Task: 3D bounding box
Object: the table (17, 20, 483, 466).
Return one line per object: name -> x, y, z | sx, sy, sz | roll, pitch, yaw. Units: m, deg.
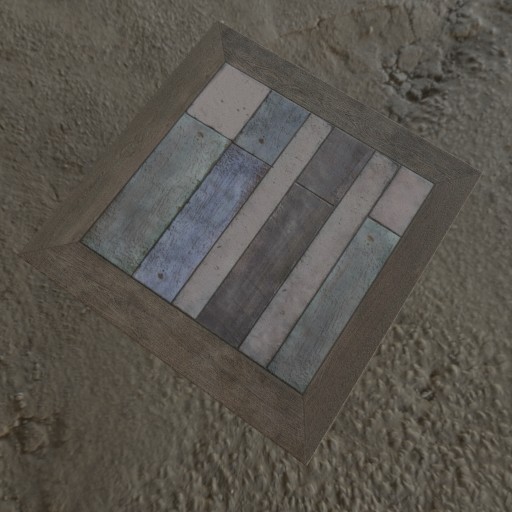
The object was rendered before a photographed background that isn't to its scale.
table -> 0.000, 0.000, 1.100 | 0.610, 0.610, 0.610 | 33, 78, 8
